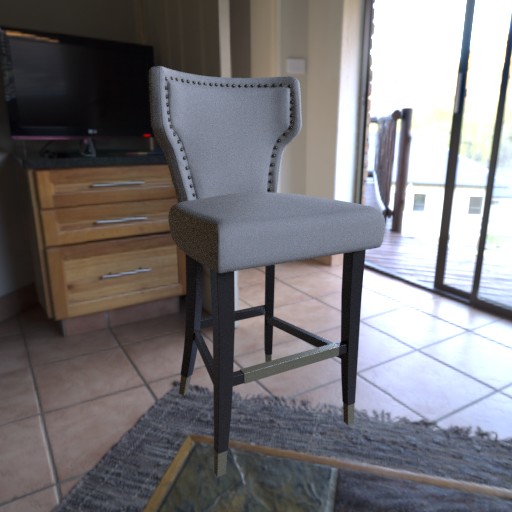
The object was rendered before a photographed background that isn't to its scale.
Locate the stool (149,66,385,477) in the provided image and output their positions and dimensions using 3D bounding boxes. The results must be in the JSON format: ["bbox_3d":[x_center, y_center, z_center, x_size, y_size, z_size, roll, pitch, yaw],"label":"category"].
[{"bbox_3d":[0.000,0.000,1.365,0.526,1.092,0.563,-8,17,-28],"label":"stool"}]
